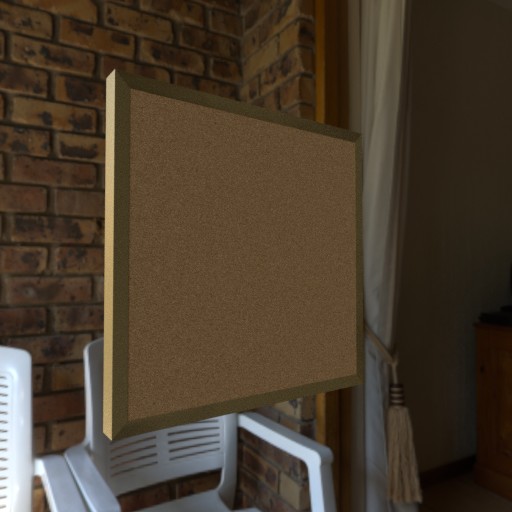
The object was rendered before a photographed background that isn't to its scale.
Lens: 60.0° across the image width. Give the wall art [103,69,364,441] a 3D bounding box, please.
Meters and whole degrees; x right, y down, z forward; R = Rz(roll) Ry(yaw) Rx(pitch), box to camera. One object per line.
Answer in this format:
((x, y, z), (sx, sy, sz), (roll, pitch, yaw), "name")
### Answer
((0.000, 0.000, 0.769), (0.507, 0.508, 0.038), (1, -2, -36), "wall art")
